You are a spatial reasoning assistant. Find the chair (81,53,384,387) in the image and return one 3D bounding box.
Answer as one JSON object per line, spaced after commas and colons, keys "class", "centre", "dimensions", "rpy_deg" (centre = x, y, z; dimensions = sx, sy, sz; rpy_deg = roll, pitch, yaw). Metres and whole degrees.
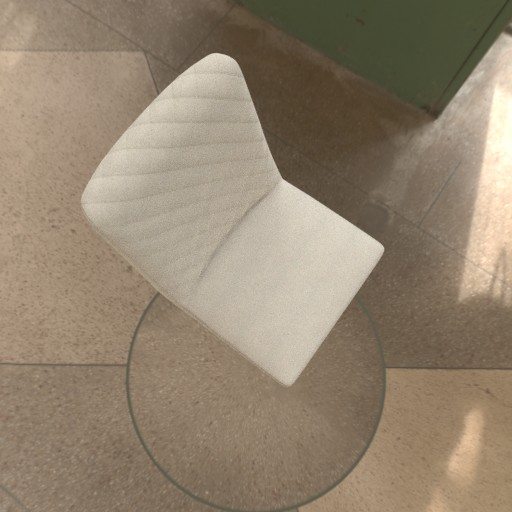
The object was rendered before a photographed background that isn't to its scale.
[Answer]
{"class": "chair", "centre": [0.000, 0.000, 1.298], "dimensions": [0.597, 0.933, 0.503], "rpy_deg": [36, 78, 9]}
